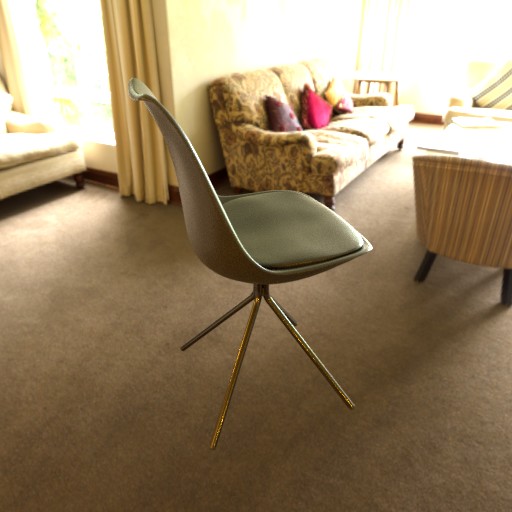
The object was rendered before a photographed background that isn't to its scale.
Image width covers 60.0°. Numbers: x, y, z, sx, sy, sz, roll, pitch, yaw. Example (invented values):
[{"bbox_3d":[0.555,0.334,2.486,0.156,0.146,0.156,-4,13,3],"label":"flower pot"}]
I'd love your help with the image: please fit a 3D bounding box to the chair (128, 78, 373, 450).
[{"bbox_3d":[0.000,0.000,1.141,0.525,0.850,0.461,-9,30,-17],"label":"chair"}]
